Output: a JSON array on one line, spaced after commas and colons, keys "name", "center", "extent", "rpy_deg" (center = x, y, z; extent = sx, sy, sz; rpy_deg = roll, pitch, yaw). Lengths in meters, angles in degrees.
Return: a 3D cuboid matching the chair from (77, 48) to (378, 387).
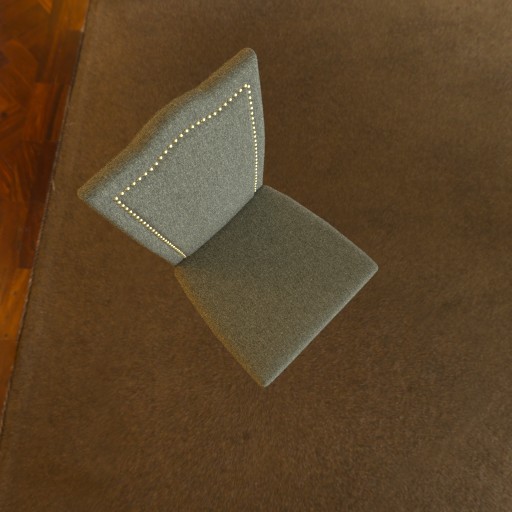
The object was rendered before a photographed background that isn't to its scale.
[{"name": "chair", "center": [0.000, 0.000, 1.324], "extent": [0.589, 0.946, 0.518], "rpy_deg": [44, 80, 10]}]
